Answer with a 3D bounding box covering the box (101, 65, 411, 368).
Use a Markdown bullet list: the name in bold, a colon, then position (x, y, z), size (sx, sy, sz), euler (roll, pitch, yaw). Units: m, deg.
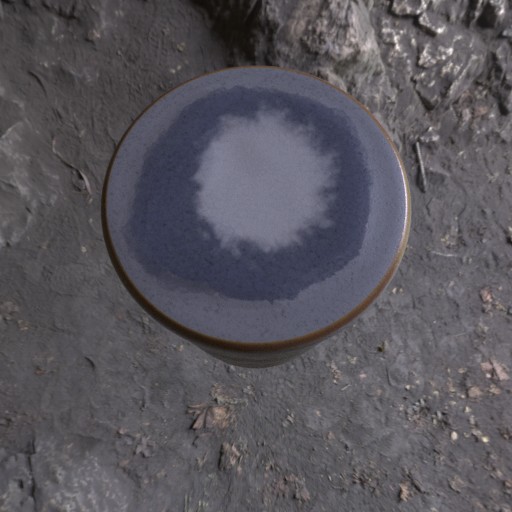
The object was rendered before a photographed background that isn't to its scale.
- **box**: position (0.000, 0.000, 0.245), size (0.118, 0.168, 0.118), euler (0, 73, 0)
